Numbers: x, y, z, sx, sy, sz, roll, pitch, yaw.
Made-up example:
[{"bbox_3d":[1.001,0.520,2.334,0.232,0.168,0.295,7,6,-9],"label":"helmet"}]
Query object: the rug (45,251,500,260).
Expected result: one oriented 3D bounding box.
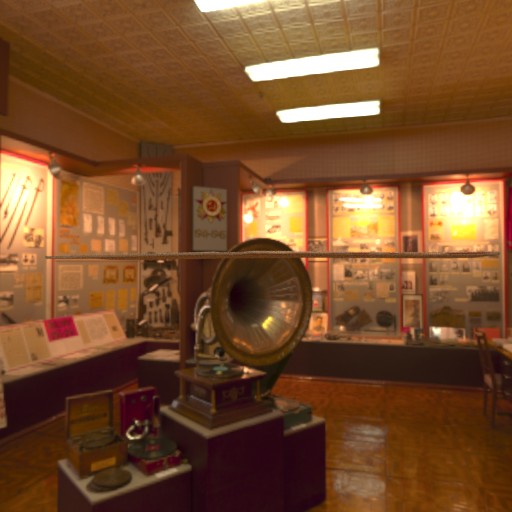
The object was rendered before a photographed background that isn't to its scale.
[{"bbox_3d":[0.000,0.000,2.484,2.320,0.032,0.692,0,-1,18],"label":"rug"}]
